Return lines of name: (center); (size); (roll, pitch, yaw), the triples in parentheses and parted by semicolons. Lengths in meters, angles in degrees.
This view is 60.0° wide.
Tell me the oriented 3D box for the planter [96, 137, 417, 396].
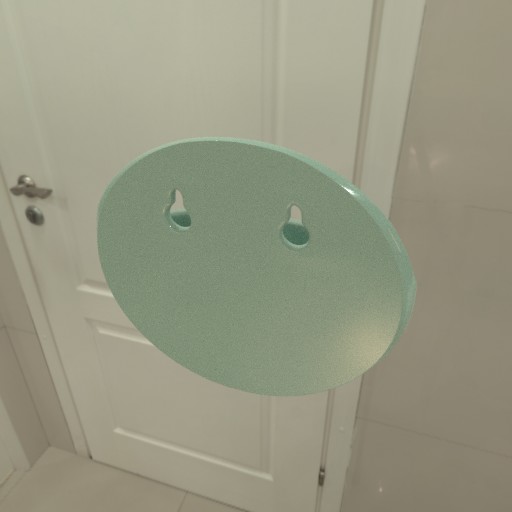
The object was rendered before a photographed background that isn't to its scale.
planter: (0.000, 0.000, 0.275); (0.189, 0.164, 0.073); (10, 32, 16)
